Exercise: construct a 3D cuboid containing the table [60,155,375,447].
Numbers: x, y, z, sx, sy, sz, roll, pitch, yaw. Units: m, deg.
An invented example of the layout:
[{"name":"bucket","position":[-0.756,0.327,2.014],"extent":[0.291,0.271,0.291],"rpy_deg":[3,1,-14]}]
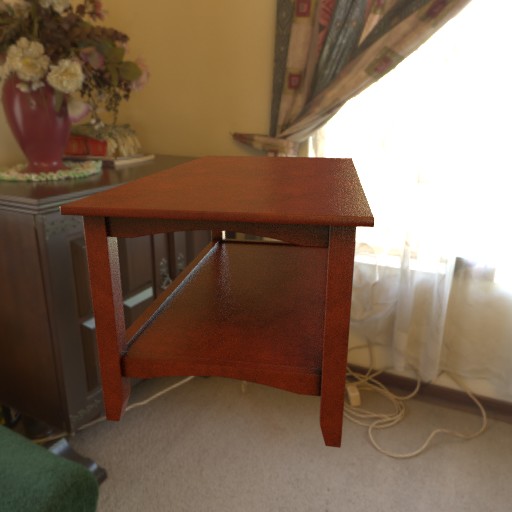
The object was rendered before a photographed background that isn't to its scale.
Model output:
[{"name":"table","position":[0.000,0.000,1.236],"extent":[0.533,0.456,0.943],"rpy_deg":[3,18,9]}]
